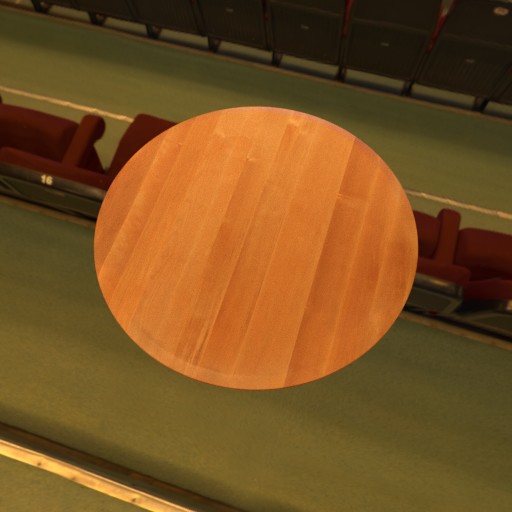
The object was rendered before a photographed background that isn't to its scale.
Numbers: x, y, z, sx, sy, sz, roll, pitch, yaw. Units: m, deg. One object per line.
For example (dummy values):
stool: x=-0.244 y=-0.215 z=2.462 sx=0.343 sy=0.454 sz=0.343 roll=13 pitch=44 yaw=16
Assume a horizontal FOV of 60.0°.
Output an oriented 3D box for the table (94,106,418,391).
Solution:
table: x=0.000 y=0.000 z=1.419 sx=0.900 sy=0.400 sz=0.900 roll=0 pitch=63 yaw=0
